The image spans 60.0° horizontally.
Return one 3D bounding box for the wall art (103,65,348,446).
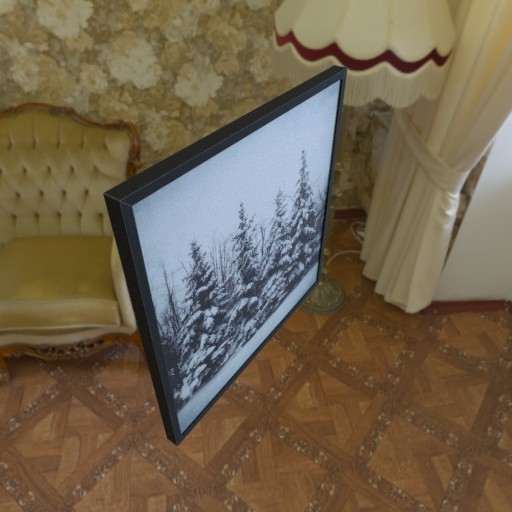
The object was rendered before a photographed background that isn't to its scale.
[{"bbox_3d":[0.000,0.000,1.156,0.037,0.761,0.761,25,46,26],"label":"wall art"}]
